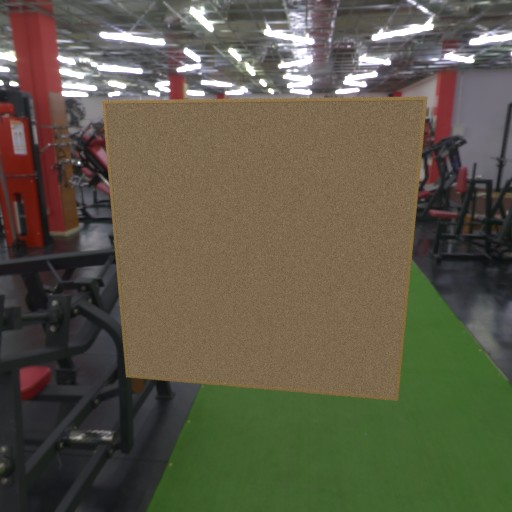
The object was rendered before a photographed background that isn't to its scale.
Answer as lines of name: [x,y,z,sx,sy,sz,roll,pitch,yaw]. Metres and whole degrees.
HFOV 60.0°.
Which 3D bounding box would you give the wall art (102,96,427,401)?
wall art: [0.000,0.000,1.431,0.962,0.959,0.013,2,16,9]
